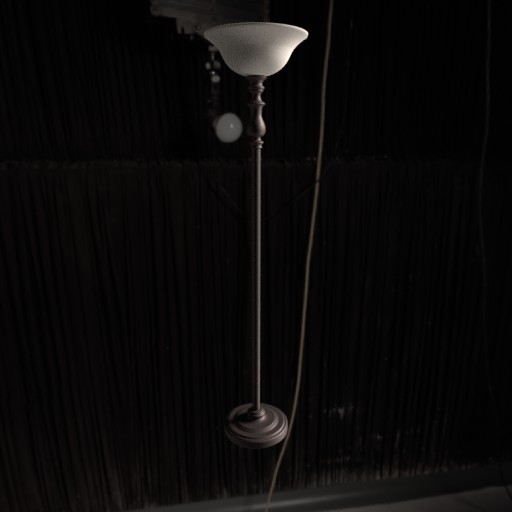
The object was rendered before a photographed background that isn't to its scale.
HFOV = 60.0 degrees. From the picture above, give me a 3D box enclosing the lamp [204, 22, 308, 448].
[{"bbox_3d":[0.000,0.000,1.976,0.405,1.797,0.405,-3,16,-10],"label":"lamp"}]
